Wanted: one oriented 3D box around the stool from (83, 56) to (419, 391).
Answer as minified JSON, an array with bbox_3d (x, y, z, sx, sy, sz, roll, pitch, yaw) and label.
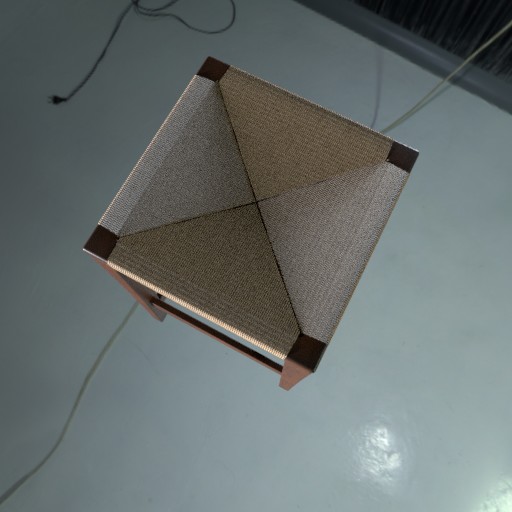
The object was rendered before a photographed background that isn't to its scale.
[{"bbox_3d":[0.000,0.000,1.118,0.497,0.762,0.507,27,77,7],"label":"stool"}]
